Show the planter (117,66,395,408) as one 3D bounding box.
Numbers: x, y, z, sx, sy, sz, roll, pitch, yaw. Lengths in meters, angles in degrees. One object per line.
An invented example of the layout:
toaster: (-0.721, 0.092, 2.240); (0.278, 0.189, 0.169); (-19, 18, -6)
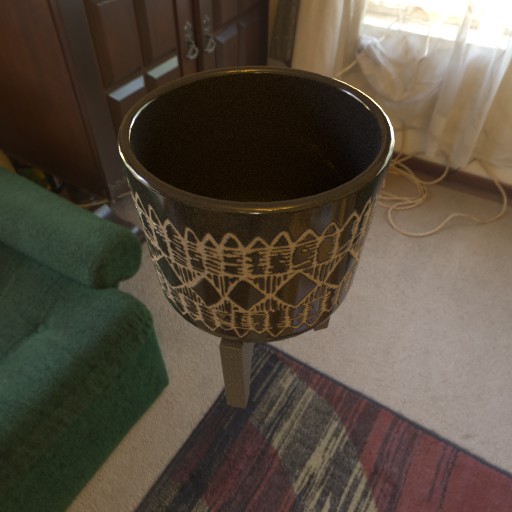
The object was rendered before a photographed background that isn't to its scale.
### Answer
planter: (0.000, 0.000, 0.533); (0.251, 0.355, 0.251); (10, 47, 10)
